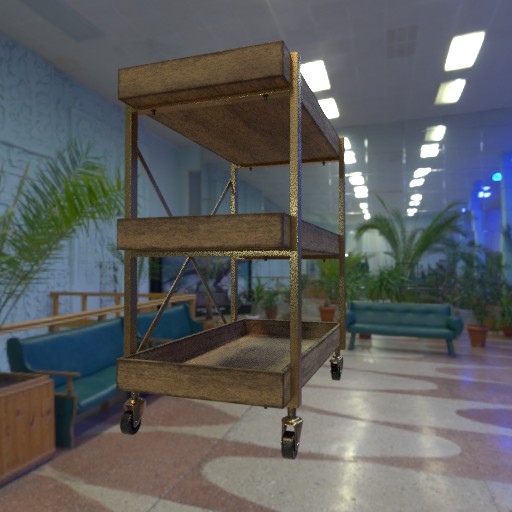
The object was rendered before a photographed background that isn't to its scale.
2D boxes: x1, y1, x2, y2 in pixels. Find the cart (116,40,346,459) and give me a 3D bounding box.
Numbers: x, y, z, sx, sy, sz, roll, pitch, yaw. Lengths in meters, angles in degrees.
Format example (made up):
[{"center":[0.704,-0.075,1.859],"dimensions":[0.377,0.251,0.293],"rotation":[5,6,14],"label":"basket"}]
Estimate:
[{"center":[0.000,0.000,1.242],"dimensions":[0.416,0.799,0.750],"rotation":[0,-1,19],"label":"cart"}]
